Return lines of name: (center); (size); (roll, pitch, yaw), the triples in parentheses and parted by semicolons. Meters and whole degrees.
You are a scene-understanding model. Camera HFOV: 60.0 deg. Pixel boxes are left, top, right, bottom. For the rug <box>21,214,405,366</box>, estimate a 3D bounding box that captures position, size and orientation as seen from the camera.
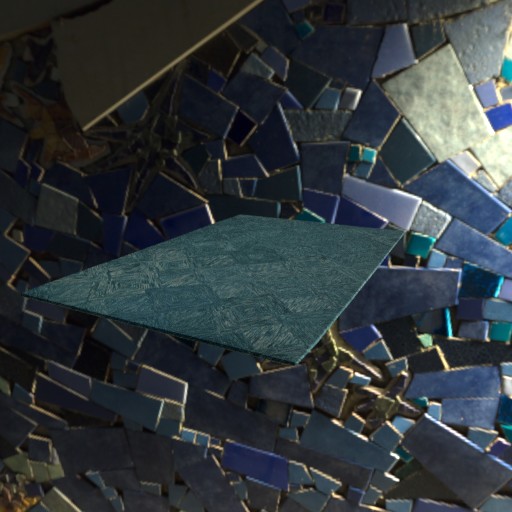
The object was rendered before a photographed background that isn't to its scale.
rug: (0.000, 0.000, 2.167); (1.136, 0.017, 1.728); (8, 19, 26)
